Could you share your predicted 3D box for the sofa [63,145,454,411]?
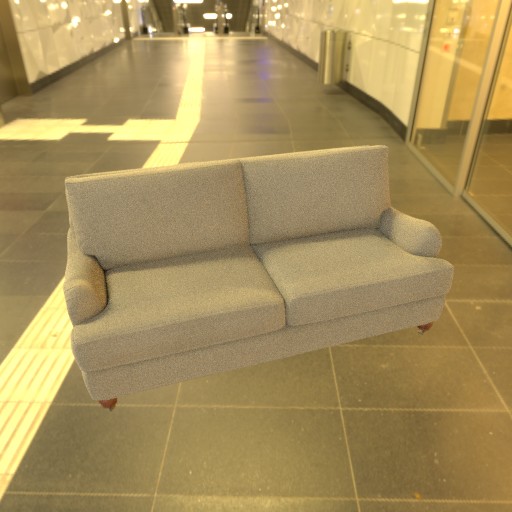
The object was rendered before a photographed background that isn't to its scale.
[{"bbox_3d":[0.000,0.000,2.608,2.070,0.997,1.091,-10,32,-16],"label":"sofa"}]
